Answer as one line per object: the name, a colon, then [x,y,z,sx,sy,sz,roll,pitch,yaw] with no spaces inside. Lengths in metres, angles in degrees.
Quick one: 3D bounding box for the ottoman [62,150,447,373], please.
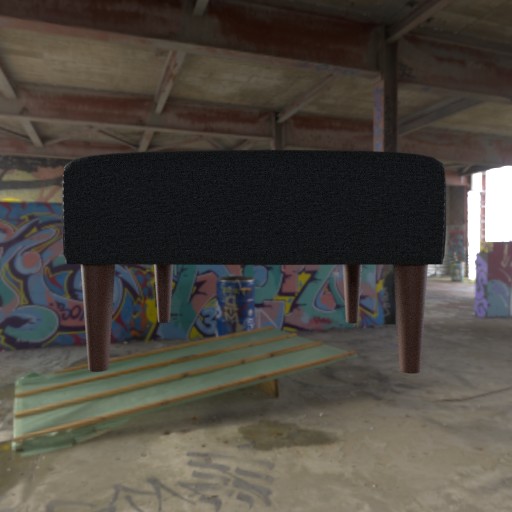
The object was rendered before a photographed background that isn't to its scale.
ottoman: [0.000,0.000,1.041,0.650,0.398,0.649,0,1,1]
